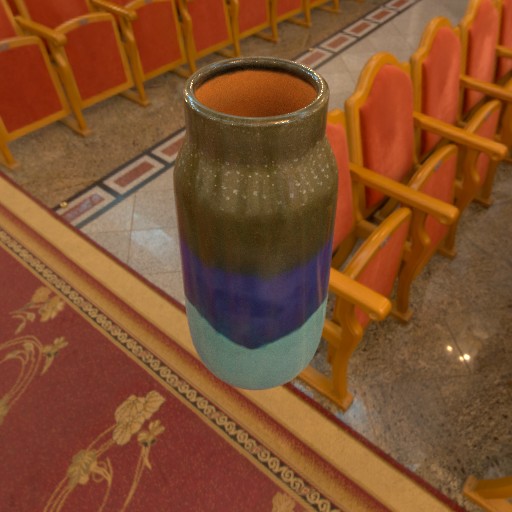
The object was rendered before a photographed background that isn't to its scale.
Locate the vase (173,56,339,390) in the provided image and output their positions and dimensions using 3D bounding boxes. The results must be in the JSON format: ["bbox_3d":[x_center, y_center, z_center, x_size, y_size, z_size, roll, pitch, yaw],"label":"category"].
[{"bbox_3d":[0.000,0.000,0.391,0.139,0.313,0.139,0,46,0],"label":"vase"}]
